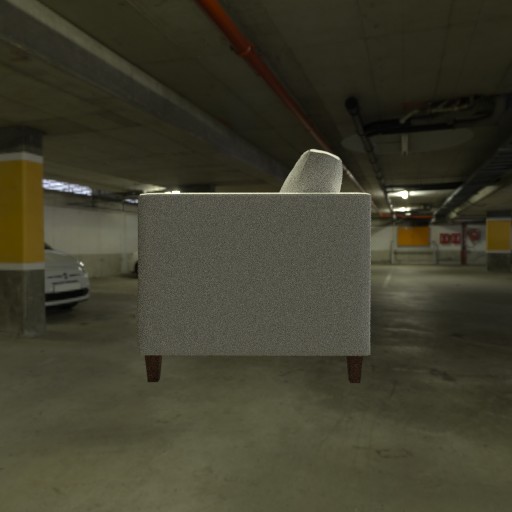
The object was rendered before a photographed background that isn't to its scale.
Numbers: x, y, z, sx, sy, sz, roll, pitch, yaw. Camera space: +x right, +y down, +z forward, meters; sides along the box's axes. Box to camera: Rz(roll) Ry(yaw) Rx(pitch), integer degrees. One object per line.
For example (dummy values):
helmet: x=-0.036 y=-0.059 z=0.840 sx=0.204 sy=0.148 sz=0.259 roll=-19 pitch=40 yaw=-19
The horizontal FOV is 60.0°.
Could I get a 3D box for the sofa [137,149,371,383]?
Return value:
sofa: x=0.000 y=0.000 z=2.890 sx=0.951 sy=0.962 sz=2.361 roll=0 pitch=1 yaw=1
